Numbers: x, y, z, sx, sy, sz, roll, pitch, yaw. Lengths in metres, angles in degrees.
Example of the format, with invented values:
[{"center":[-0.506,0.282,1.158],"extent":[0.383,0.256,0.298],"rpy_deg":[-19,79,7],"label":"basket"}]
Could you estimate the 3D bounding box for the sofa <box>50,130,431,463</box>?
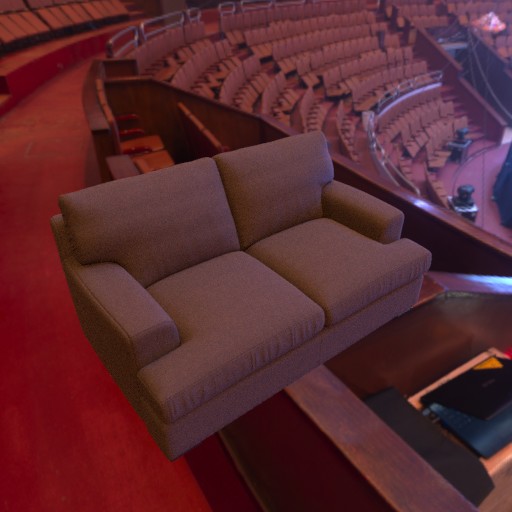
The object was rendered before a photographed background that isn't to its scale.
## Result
[{"center":[0.000,0.000,2.498],"extent":[1.869,0.950,1.140],"rpy_deg":[-23,39,-31],"label":"sofa"}]
